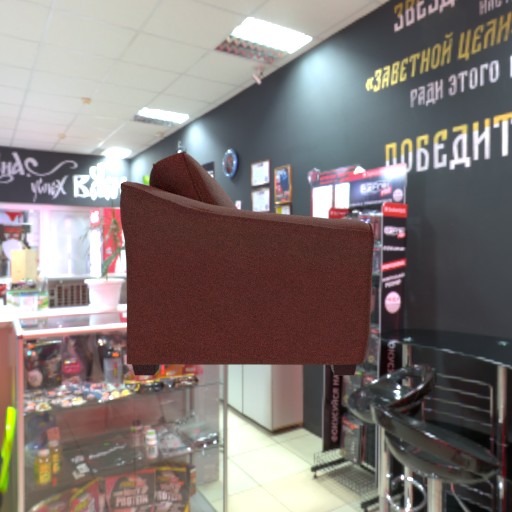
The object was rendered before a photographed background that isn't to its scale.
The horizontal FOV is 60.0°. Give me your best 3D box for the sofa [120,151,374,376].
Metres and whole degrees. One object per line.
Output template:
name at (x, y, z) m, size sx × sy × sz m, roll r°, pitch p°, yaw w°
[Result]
sofa at (0.000, 0.000, 2.748) m, size 0.986 × 0.906 × 2.270 m, roll 0°, pitch 1°, yaw 1°
